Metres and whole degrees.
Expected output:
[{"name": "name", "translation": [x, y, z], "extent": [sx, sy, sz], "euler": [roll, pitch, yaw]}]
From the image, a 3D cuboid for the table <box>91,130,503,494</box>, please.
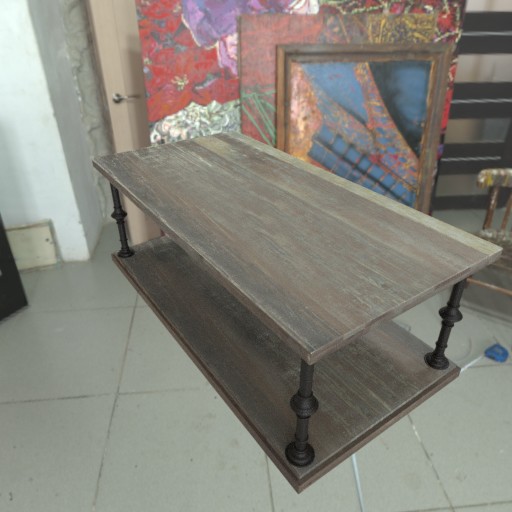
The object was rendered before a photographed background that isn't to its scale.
[{"name": "table", "translation": [0.000, 0.000, 1.316], "extent": [0.554, 0.399, 1.088], "euler": [-20, 37, -29]}]
